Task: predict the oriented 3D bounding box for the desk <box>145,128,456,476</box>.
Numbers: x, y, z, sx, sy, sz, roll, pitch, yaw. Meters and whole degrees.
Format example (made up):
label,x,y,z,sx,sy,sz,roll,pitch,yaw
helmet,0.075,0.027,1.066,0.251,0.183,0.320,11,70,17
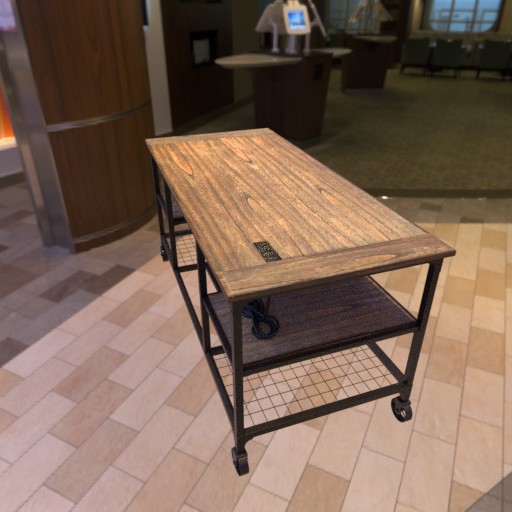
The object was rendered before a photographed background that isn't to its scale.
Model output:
label,x,y,z,sx,sy,sz,roll,pitch,yaw
desk,0.000,0.000,2.042,0.711,0.751,1.590,-10,31,-17
